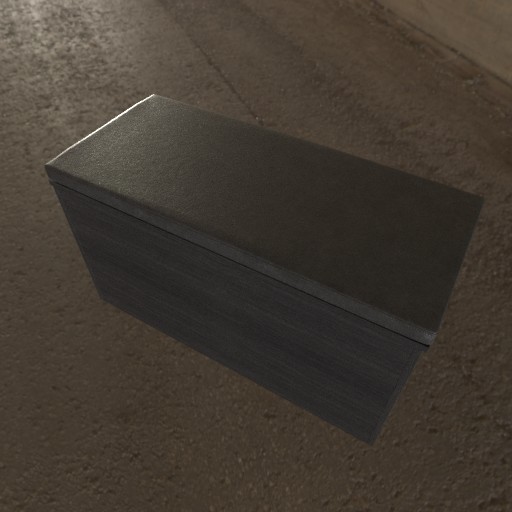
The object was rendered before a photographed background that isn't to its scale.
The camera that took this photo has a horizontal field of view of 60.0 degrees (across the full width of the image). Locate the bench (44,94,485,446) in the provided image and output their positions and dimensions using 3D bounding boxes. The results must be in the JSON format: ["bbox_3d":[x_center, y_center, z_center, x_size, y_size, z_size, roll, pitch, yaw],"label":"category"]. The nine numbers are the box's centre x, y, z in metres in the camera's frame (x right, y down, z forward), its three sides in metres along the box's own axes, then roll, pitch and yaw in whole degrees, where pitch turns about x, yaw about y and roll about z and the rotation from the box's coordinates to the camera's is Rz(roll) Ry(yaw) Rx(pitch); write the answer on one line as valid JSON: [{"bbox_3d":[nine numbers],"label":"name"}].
[{"bbox_3d":[0.000,0.000,1.159,0.905,0.501,0.401,23,51,20],"label":"bench"}]
